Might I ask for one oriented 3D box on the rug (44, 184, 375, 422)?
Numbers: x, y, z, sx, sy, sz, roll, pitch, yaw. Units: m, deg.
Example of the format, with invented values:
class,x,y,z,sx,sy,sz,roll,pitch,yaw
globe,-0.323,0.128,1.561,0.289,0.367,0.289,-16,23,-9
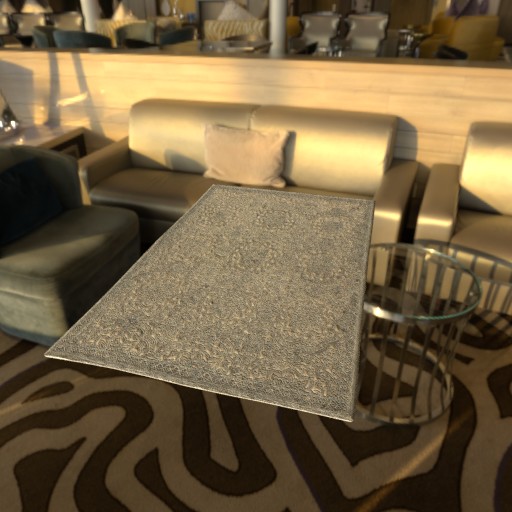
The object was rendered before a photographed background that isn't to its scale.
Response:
class,x,y,z,sx,sy,sz,roll,pitch,yaw
rug,0.000,0.000,3.087,1.535,0.022,2.498,8,31,13
